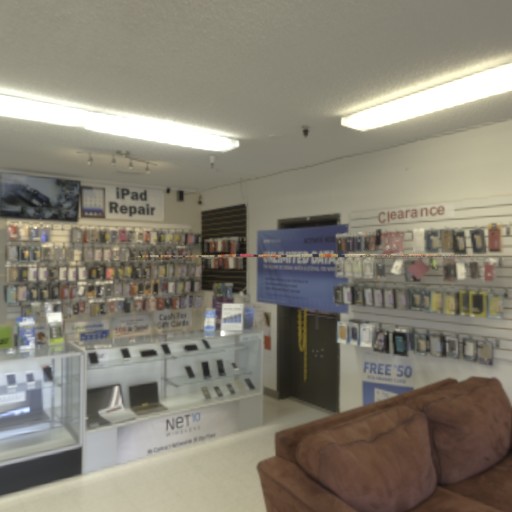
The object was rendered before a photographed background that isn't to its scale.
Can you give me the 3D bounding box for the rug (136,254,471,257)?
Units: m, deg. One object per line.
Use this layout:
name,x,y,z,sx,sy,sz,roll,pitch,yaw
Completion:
rug,0.000,0.000,2.780,0.695,0.017,2.455,0,0,-35
